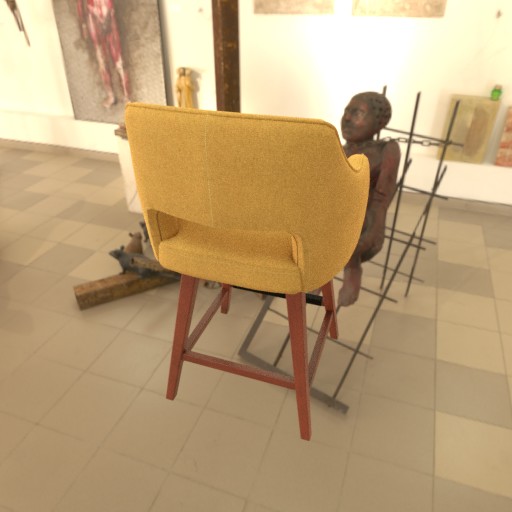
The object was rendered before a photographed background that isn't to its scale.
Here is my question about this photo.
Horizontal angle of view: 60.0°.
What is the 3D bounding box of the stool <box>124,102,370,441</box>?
[{"bbox_3d":[0.000,0.000,1.248,0.548,0.924,0.558,11,34,16],"label":"stool"}]
